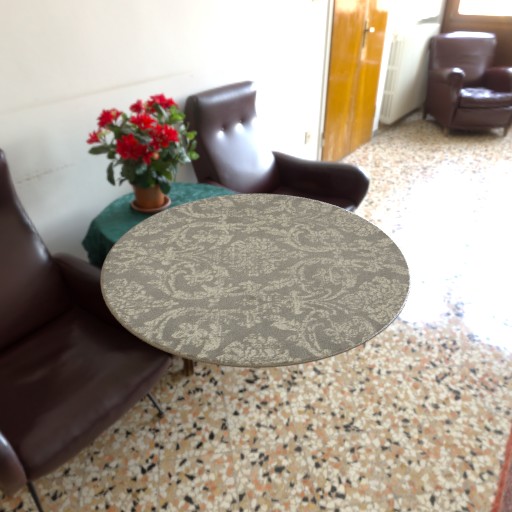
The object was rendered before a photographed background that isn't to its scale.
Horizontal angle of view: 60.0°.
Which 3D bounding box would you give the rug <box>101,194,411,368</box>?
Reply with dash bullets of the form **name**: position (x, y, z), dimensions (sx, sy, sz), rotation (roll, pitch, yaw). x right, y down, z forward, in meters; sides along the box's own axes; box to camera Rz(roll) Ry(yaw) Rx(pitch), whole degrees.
- **rug**: position (0.000, 0.000, 2.367), dimensions (1.593, 0.012, 1.593), rotation (0, 32, 0)
